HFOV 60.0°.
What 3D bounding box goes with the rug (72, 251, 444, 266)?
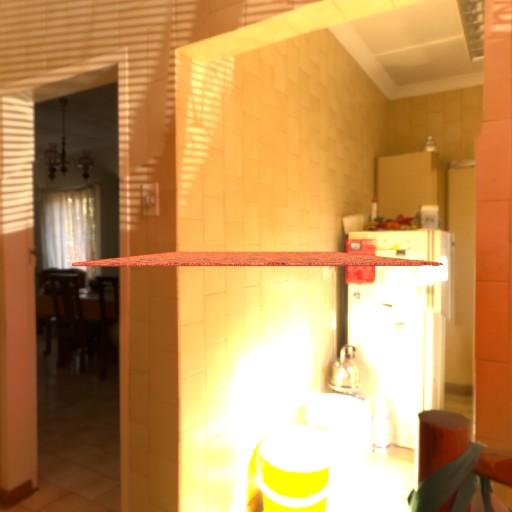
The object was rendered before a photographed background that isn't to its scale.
[{"bbox_3d":[0.000,0.000,3.025,1.524,0.015,2.438,0,2,-1],"label":"rug"}]
